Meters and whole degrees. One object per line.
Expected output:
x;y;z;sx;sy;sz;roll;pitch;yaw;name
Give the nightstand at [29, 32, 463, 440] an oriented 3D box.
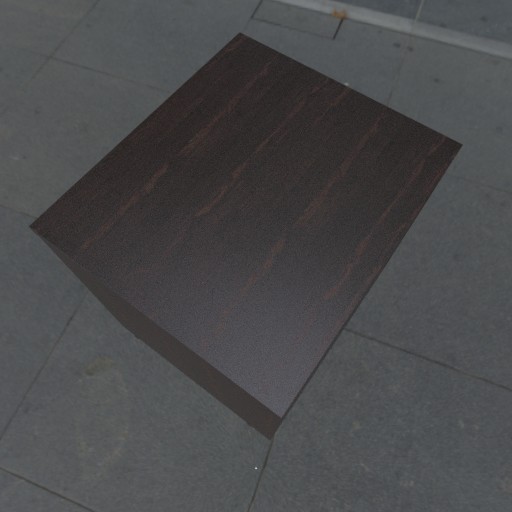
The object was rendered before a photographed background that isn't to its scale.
0.000;0.000;0.865;0.427;0.487;0.489;33;69;15;nightstand
